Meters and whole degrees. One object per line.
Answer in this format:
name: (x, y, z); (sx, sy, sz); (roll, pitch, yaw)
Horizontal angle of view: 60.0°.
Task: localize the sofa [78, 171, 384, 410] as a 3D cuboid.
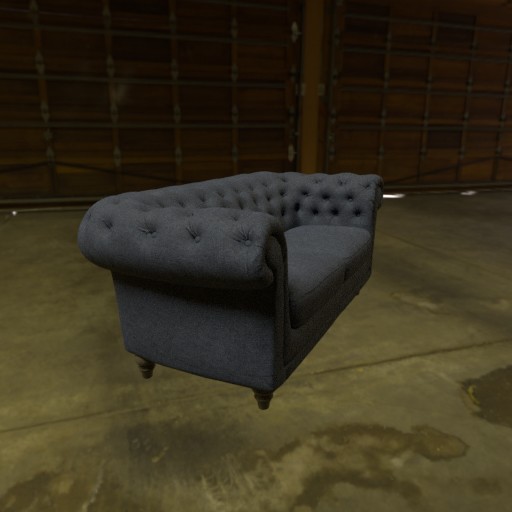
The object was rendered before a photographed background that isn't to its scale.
sofa: (0.000, 0.000, 2.531); (1.082, 0.833, 1.988); (8, 17, 26)
